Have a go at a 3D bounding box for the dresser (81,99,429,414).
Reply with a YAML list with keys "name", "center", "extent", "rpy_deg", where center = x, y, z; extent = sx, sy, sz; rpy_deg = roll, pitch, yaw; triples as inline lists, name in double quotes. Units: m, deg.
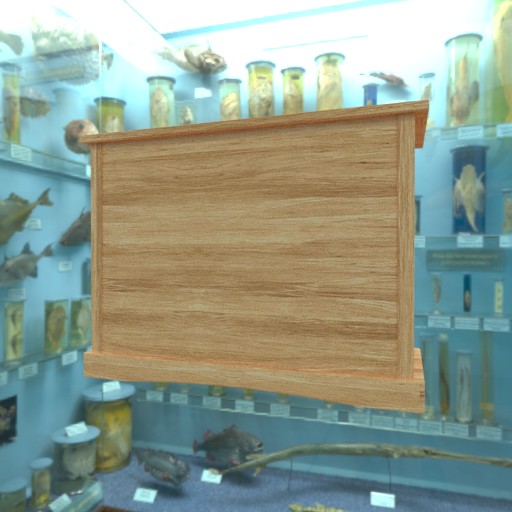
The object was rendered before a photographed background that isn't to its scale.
- name: "dresser"
  center: [0.000, 0.000, 1.386]
  extent: [0.990, 0.740, 0.410]
  rpy_deg: [0, 0, 19]
